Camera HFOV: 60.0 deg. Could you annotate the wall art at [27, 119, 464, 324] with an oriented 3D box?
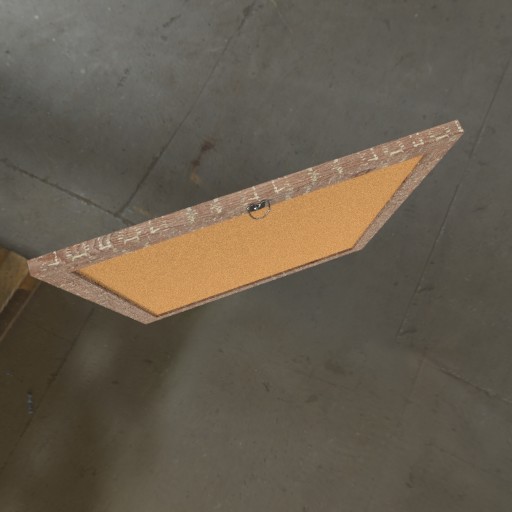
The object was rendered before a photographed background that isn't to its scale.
[{"bbox_3d":[0.000,0.000,0.551,0.380,0.380,0.022,-19,76,-5],"label":"wall art"}]
